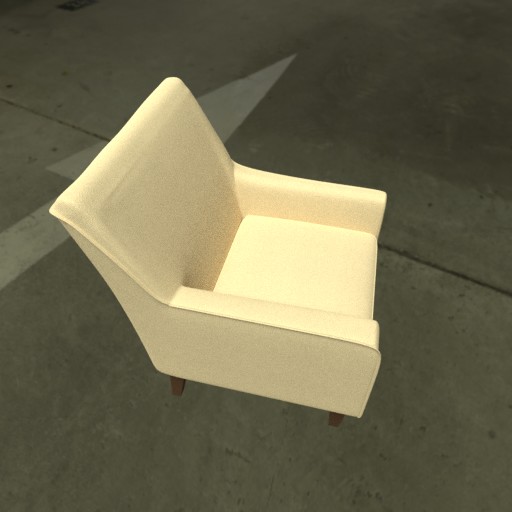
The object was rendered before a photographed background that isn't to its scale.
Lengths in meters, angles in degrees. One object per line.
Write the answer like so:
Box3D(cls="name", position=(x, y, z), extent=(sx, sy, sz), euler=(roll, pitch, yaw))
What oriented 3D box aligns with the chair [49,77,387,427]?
Box3D(cls="chair", position=(0.000, 0.000, 1.601), extent=(0.899, 0.919, 0.780), euler=(10, 46, 9))
